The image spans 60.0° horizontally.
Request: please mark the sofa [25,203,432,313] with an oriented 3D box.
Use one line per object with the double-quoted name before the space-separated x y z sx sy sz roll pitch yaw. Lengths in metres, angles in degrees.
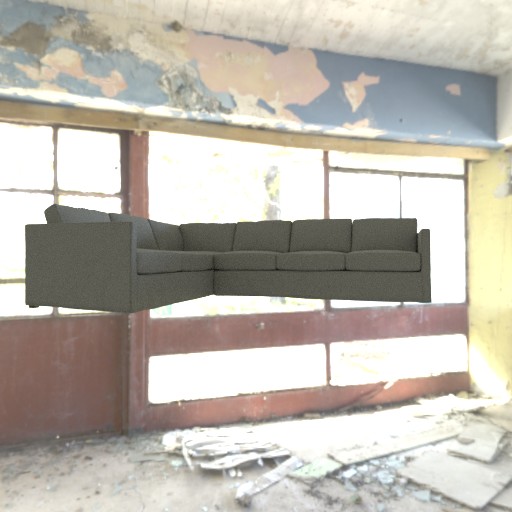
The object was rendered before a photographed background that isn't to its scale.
"sofa" 0.000 0.000 4.252 3.182 0.871 2.432 0 0 18
